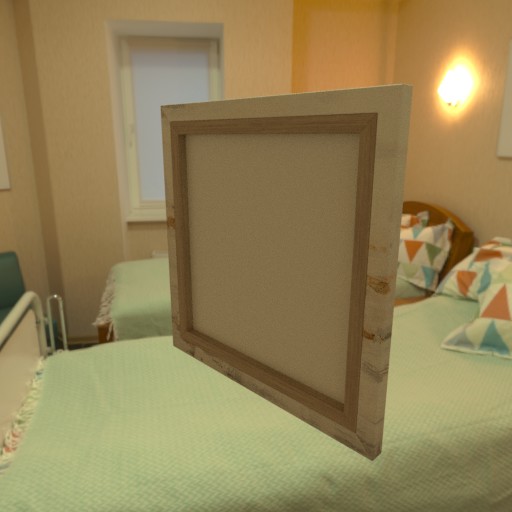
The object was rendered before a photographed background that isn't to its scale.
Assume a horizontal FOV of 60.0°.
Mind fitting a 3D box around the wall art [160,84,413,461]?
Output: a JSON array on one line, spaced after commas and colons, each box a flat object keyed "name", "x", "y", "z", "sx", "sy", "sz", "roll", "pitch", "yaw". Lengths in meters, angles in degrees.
[{"name": "wall art", "x": 0.000, "y": 0.000, "z": 1.120, "sx": 0.038, "sy": 0.755, "sz": 0.753, "roll": -14, "pitch": 20, "yaw": -42}]
